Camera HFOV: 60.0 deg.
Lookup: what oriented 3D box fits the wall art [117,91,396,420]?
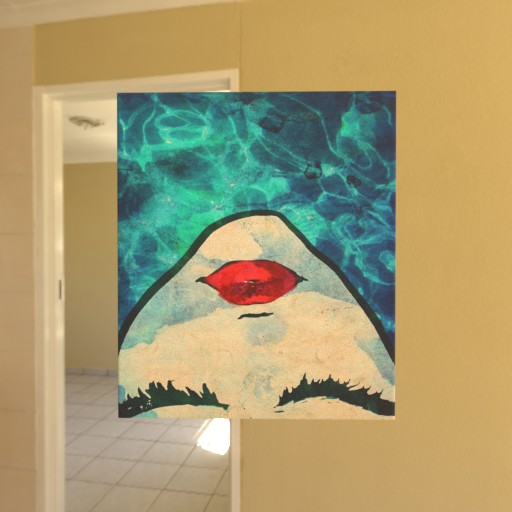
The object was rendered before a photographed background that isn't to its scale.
[{"bbox_3d":[0.000,0.000,0.706,0.432,0.508,0.038,0,1,1],"label":"wall art"}]
